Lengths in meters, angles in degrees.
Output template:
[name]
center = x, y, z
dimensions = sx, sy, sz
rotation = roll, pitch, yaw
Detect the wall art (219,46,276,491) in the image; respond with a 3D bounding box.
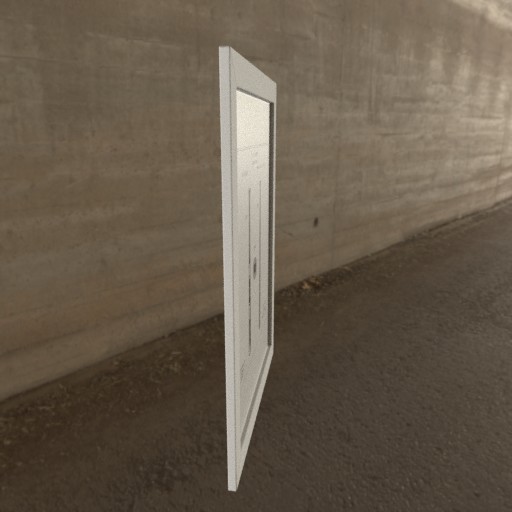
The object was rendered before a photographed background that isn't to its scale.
[wall art]
center = 0.000, 0.000, 0.679
dimensions = 0.012, 0.529, 0.374
rotation = 3, 16, 9
